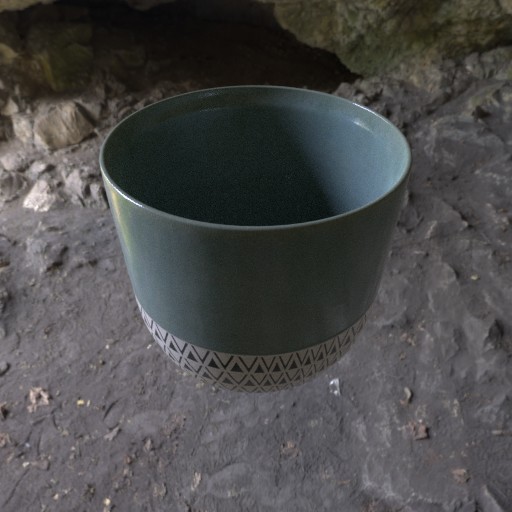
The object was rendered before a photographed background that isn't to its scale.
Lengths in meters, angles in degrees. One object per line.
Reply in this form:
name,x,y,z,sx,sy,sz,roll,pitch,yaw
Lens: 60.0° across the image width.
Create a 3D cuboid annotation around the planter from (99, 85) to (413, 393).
planter,0.000,0.000,0.475,0.266,0.270,0.266,0,40,0
